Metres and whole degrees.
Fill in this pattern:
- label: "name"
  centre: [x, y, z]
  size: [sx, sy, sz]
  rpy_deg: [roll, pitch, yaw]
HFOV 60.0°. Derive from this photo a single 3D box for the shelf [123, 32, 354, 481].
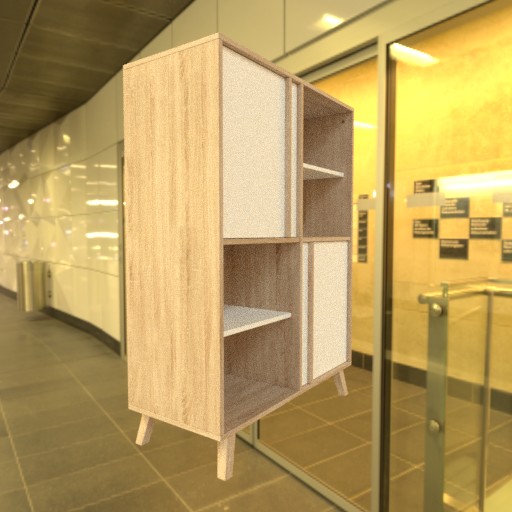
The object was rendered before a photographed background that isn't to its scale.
- label: "shelf"
  centre: [0.000, 0.000, 1.891]
  size: [0.450, 1.390, 1.000]
  rpy_deg: [2, 4, 36]
